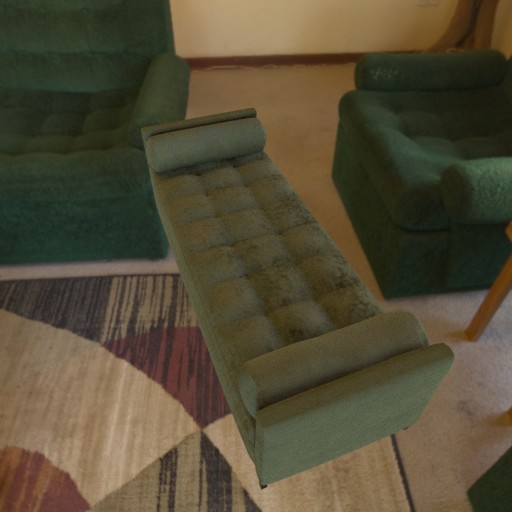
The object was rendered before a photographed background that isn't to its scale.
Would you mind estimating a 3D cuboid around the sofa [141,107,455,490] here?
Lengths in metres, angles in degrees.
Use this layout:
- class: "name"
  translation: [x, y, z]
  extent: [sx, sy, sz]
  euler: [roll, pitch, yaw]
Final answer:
- class: "sofa"
  translation: [0.000, 0.000, 2.440]
  extent: [0.817, 0.681, 2.130]
  euler: [-15, 47, -15]
